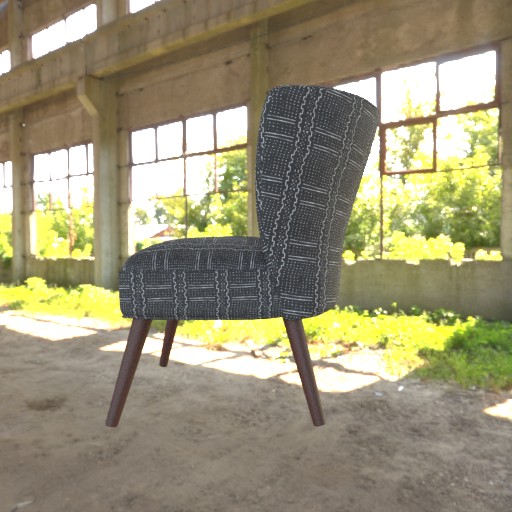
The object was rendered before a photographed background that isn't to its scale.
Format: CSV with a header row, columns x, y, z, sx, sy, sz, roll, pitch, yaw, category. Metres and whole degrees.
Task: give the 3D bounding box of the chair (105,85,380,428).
x,y,z,sx,sy,sz,roll,pitch,yaw,category
0.000,0.000,1.399,0.758,0.866,0.710,0,1,1,chair
